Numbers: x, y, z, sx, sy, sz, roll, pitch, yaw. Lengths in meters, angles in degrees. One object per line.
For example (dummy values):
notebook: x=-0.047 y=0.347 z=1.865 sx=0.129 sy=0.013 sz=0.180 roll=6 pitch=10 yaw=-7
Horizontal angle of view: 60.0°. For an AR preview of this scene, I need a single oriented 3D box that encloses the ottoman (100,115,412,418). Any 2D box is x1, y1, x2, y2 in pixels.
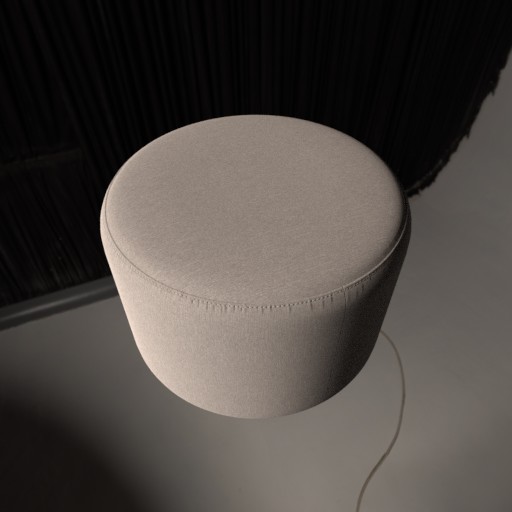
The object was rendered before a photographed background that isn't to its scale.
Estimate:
ottoman: x=0.000 y=0.000 z=0.998 sx=0.608 sy=0.433 sz=0.608 roll=0 pitch=45 yaw=0
